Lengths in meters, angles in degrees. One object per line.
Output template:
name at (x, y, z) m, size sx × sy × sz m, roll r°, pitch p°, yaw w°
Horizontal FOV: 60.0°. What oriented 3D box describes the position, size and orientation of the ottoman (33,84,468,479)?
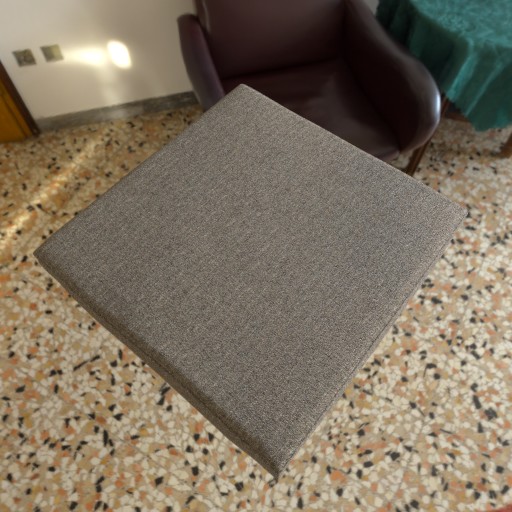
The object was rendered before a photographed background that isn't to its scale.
ottoman at (0.000, 0.000, 1.518) m, size 0.981 × 0.379 × 1.016 m, roll 36°, pitch 66°, yaw 18°
